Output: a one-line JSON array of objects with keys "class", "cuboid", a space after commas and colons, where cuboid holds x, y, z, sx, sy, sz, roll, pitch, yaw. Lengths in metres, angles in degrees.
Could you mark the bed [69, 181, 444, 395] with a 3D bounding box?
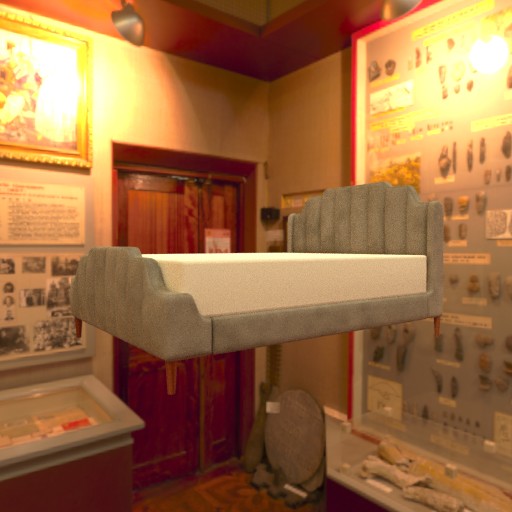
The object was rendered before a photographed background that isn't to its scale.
[{"class": "bed", "cuboid": [0.000, 0.000, 3.366, 2.340, 1.245, 1.676, -1, 2, -36]}]
